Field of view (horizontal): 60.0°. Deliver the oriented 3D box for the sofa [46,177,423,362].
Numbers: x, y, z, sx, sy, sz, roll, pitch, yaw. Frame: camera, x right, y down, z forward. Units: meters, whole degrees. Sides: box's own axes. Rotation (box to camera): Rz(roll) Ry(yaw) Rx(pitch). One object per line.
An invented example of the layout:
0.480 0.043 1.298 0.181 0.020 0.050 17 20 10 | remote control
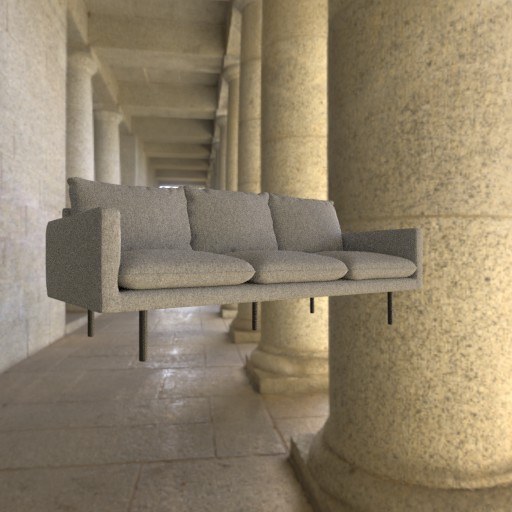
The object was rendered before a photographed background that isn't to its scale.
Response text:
0.000 0.000 2.475 2.000 0.830 0.850 0 0 -37 | sofa
